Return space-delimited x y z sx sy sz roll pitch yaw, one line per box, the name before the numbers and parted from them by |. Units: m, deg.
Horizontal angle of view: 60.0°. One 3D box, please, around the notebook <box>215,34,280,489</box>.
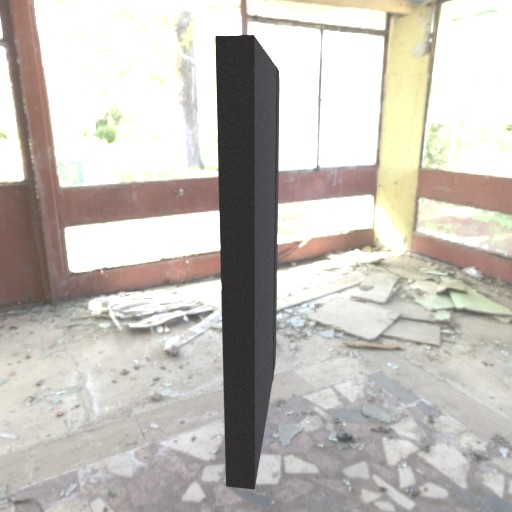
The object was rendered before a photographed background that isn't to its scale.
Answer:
notebook | 0.000 0.000 0.258 0.016 0.213 0.127 2 17 7
